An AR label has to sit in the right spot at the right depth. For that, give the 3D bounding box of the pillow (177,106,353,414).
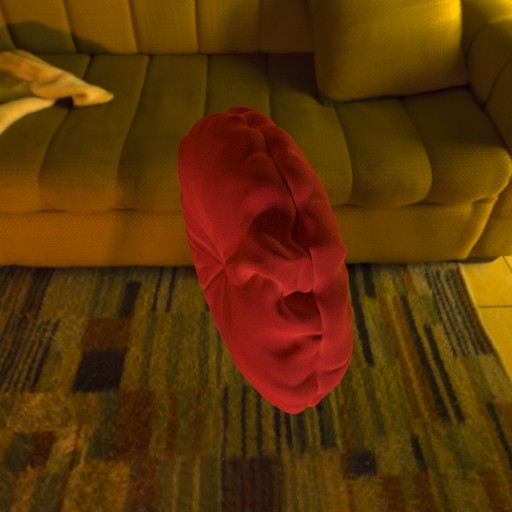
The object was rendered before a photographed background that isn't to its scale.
[{"bbox_3d":[0.000,0.000,0.640,0.148,0.407,0.428,-17,49,-15],"label":"pillow"}]
